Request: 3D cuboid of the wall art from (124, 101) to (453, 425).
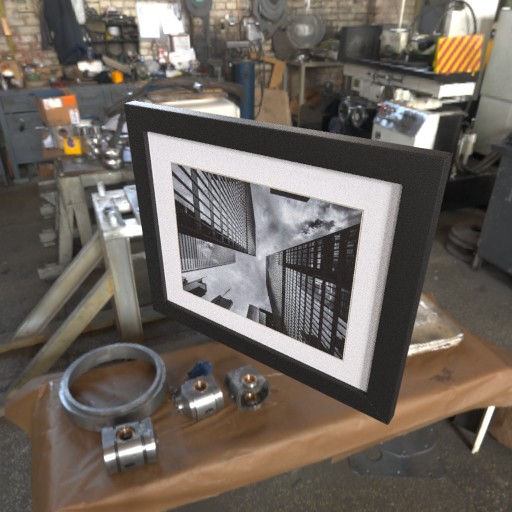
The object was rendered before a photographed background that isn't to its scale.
[{"bbox_3d":[0.000,0.000,0.773,0.558,0.457,0.031,19,35,30],"label":"wall art"}]
